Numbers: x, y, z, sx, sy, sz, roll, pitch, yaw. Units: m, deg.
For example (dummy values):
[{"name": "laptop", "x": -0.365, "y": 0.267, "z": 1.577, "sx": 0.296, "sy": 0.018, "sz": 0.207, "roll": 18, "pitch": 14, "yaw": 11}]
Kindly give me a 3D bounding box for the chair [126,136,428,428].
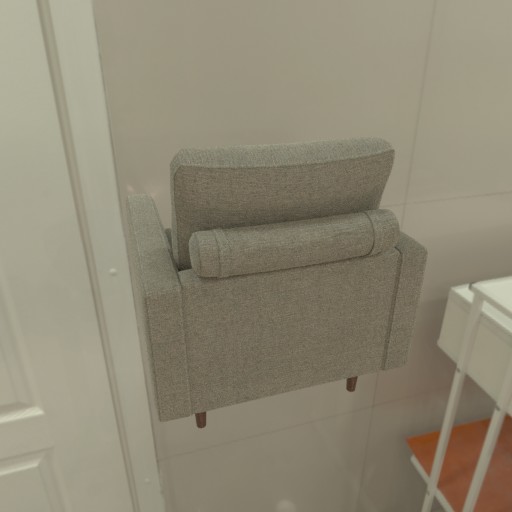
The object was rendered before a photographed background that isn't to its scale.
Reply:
[{"name": "chair", "x": 0.000, "y": 0.000, "z": 1.549, "sx": 0.821, "sy": 0.880, "sz": 0.843, "roll": -8, "pitch": 27, "yaw": -16}]
